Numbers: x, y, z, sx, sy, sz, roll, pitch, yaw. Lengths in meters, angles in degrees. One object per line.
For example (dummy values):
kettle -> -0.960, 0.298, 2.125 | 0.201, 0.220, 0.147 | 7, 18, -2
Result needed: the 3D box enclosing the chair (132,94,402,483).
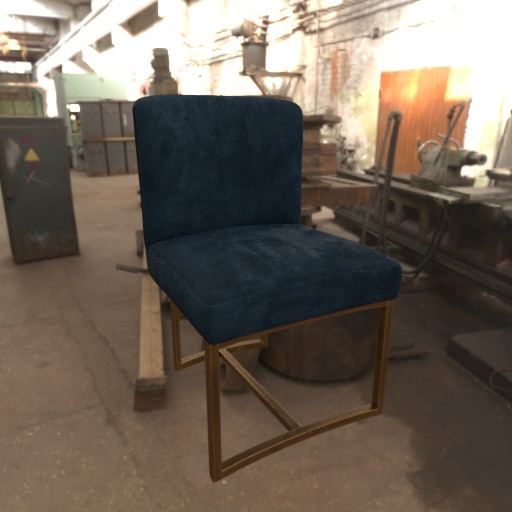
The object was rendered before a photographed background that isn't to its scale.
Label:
chair -> 0.000, 0.000, 1.174 | 0.530, 0.824, 0.560 | -9, 19, -27
